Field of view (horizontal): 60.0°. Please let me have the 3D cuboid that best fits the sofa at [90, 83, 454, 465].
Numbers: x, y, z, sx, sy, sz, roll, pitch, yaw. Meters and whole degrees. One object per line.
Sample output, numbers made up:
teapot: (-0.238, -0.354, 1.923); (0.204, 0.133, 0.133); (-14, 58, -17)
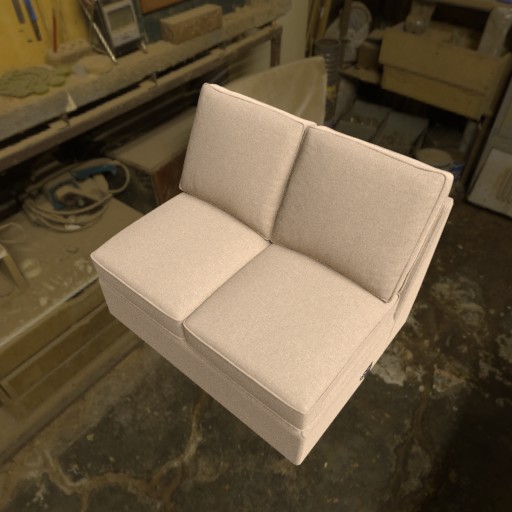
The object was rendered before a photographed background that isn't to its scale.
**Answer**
sofa: (0.000, 0.000, 1.968); (1.237, 1.008, 0.951); (30, 52, 27)
